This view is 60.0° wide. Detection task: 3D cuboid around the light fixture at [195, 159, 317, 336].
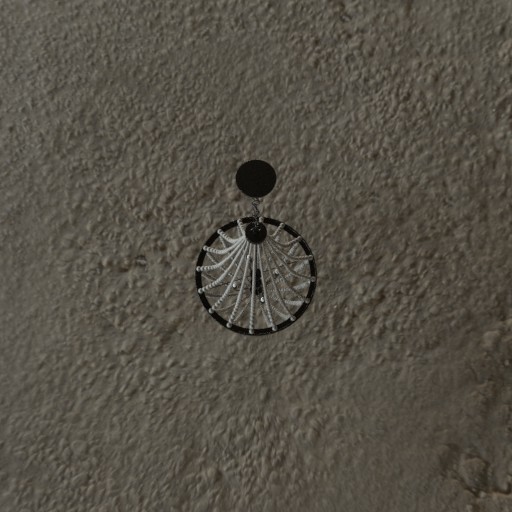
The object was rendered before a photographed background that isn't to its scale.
[{"bbox_3d":[0.000,0.000,1.390,0.450,1.133,0.450,0,75,0],"label":"light fixture"}]
